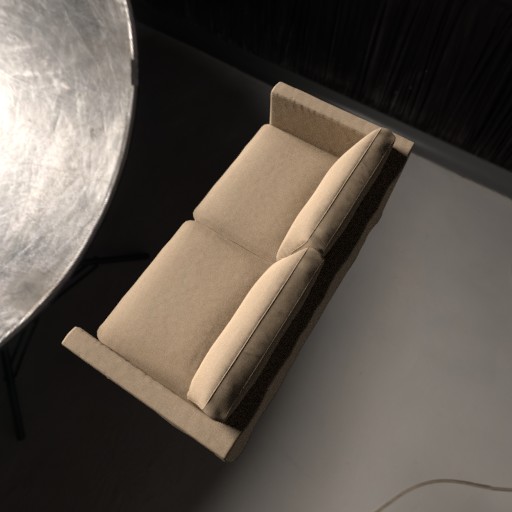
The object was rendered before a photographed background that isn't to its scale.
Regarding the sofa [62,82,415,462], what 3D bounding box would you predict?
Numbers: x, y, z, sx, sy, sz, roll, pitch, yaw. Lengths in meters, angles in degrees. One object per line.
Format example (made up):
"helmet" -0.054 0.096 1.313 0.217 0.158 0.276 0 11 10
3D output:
"sofa" 0.000 0.000 2.540 0.956 0.847 1.987 30 68 13
